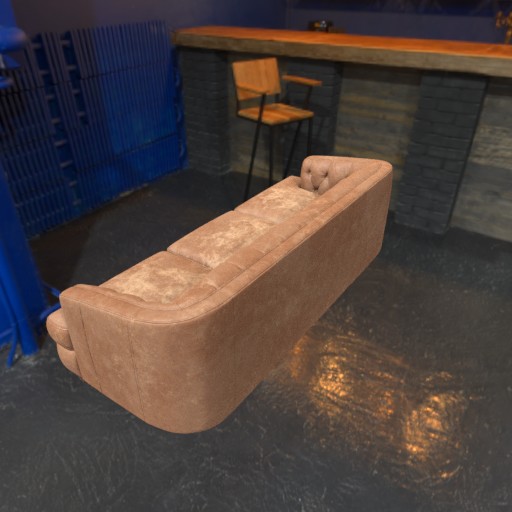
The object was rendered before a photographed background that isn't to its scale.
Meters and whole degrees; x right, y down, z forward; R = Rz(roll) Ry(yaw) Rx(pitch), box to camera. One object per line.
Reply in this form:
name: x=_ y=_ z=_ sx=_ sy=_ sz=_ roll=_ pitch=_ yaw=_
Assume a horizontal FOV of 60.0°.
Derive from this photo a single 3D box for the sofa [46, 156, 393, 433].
sofa: x=0.000 y=0.000 z=2.694 sx=0.922 sy=0.791 sz=2.257 roll=21 pitch=38 yaw=30
